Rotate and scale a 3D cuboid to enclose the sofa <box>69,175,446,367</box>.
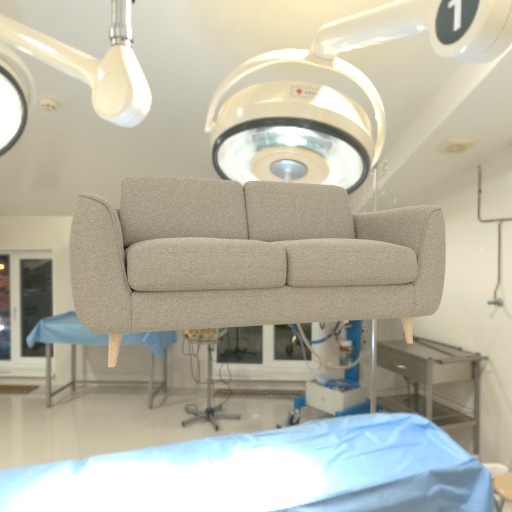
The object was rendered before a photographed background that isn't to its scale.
[{"bbox_3d":[0.000,0.000,2.250,1.700,0.850,0.920,0,1,-18],"label":"sofa"}]
